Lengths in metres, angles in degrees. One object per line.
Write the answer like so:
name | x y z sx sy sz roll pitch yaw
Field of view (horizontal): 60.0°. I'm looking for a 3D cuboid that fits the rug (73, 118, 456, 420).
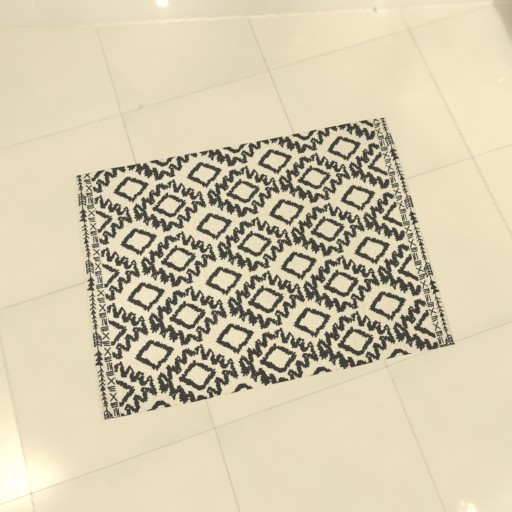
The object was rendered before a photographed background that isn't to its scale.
rug | 0.000 0.000 4.353 3.369 0.036 2.444 -11 76 -3
